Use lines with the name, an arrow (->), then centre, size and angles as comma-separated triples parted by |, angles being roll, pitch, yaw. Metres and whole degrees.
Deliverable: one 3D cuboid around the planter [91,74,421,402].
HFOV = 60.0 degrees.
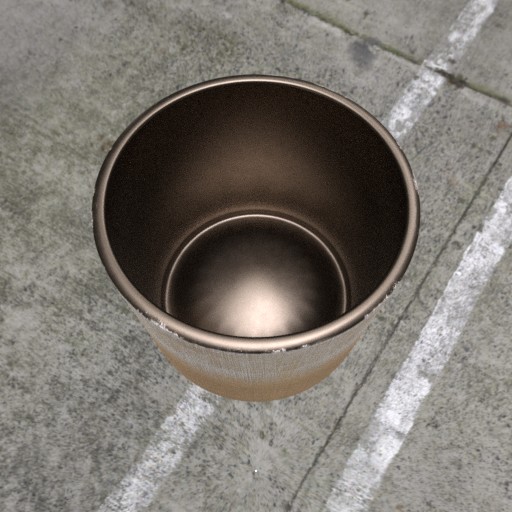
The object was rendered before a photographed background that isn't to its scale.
planter -> 0.000, 0.000, 0.383 | 0.221, 0.201, 0.221 | 0, 64, 0
